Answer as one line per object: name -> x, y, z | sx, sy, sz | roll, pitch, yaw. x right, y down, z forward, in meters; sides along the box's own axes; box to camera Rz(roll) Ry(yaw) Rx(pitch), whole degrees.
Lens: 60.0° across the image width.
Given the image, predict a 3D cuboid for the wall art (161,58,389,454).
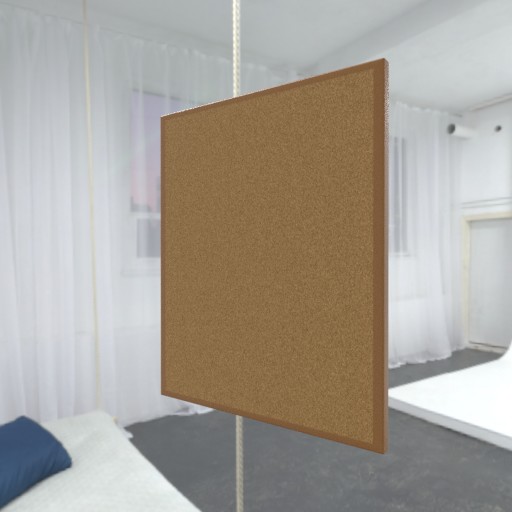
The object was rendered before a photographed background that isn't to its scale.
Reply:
wall art -> 0.000, 0.000, 0.756 | 0.452, 0.553, 0.022 | 0, 0, 36
